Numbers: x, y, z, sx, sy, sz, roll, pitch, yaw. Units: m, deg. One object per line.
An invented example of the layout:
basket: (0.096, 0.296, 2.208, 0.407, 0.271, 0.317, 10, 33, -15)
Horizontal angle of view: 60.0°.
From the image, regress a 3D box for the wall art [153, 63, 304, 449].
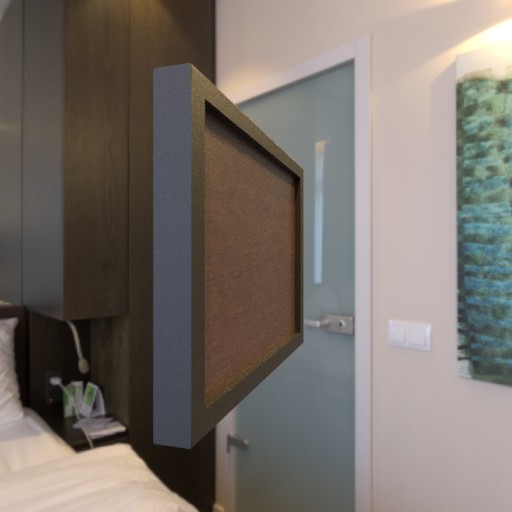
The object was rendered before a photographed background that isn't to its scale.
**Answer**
wall art: (0.000, 0.000, 0.850, 0.051, 0.456, 0.671, 0, 0, 17)
